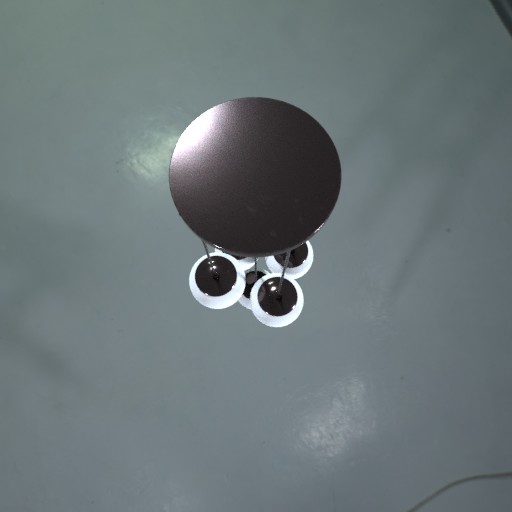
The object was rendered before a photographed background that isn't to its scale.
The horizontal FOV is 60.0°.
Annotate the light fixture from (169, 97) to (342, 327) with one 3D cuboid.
[{"bbox_3d":[0.000,0.000,1.498,0.489,1.271,0.484,-20,75,-5],"label":"light fixture"}]
